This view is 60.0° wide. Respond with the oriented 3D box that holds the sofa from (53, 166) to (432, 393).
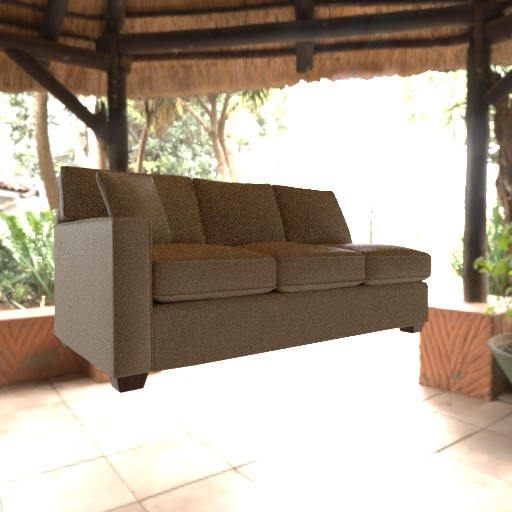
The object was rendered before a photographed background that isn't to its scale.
[{"bbox_3d":[0.000,0.000,2.525,1.962,0.946,1.034,-1,2,-36],"label":"sofa"}]
